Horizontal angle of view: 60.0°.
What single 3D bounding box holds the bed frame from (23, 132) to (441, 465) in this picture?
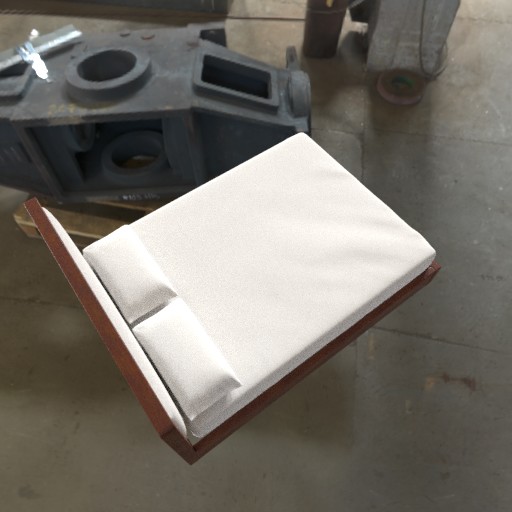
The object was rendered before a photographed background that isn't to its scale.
[{"bbox_3d":[0.000,0.000,3.073,2.171,1.279,1.587,-32,64,-18],"label":"bed frame"}]
